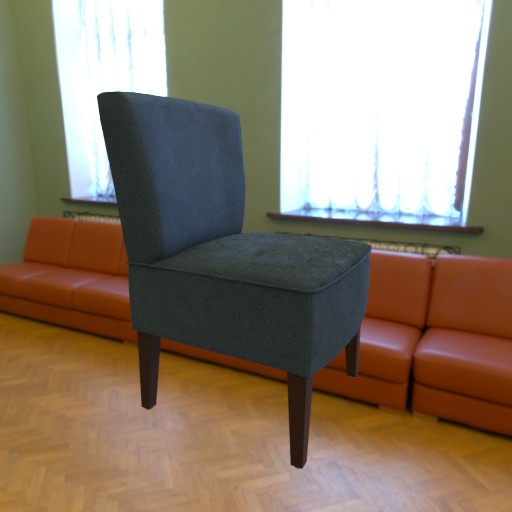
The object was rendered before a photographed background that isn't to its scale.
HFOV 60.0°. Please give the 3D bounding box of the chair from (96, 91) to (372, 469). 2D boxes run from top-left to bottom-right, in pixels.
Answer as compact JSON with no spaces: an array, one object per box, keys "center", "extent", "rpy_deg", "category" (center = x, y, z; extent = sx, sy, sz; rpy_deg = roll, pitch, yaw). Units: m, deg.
[{"center":[0.000,0.000,1.164],"extent":[0.551,0.806,0.521],"rpy_deg":[6,15,26],"category":"chair"}]
